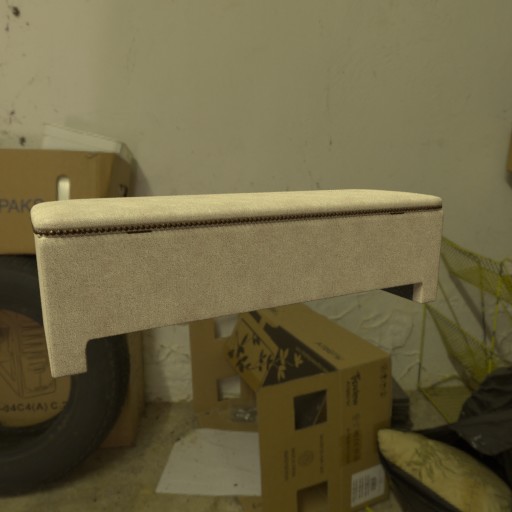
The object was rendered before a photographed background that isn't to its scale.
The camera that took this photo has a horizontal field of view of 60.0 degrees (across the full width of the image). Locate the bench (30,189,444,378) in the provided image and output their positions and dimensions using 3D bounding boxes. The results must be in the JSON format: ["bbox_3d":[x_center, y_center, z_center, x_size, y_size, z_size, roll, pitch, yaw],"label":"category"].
[{"bbox_3d":[0.000,0.000,1.667,1.482,0.447,0.470,-6,14,-27],"label":"bench"}]
